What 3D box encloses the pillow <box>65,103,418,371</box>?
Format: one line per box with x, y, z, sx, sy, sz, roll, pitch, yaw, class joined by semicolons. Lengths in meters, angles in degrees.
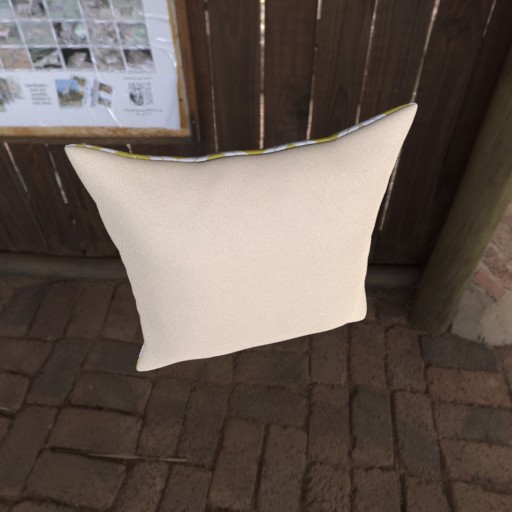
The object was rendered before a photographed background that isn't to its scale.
0.000;0.000;0.775;0.504;0.494;0.188;-11;43;-12;pillow
